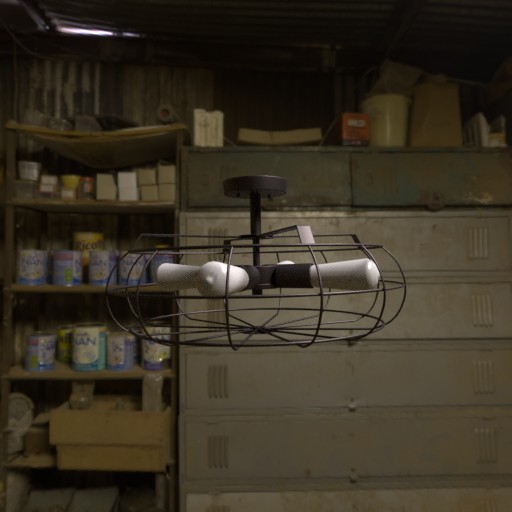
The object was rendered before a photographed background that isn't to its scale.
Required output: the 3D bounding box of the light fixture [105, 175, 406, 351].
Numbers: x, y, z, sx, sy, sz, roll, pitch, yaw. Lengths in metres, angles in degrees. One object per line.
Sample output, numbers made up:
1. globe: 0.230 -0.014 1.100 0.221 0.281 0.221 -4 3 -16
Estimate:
1. light fixture: 0.000 0.000 0.913 0.582 0.311 0.582 0 -1 0
